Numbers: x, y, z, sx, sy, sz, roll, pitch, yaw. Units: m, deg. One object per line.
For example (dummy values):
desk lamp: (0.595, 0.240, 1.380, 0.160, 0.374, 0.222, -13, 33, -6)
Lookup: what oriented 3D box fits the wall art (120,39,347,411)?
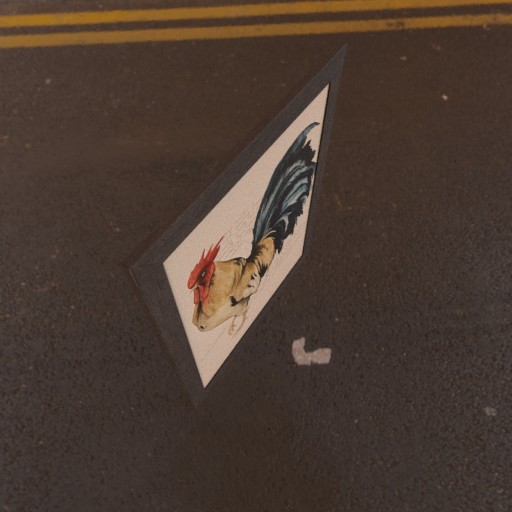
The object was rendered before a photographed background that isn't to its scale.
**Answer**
wall art: (0.000, 0.000, 0.793, 0.013, 0.570, 0.476, 29, 62, 18)
